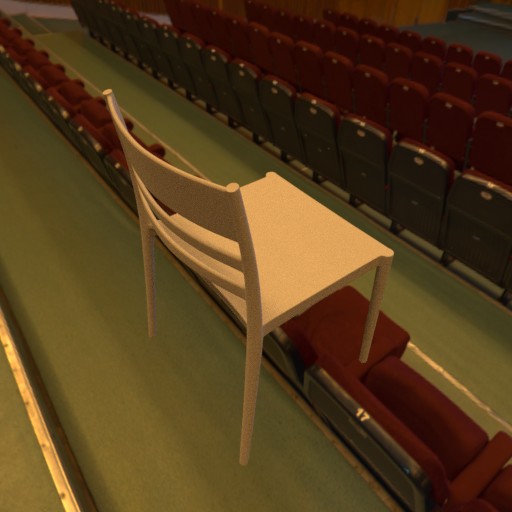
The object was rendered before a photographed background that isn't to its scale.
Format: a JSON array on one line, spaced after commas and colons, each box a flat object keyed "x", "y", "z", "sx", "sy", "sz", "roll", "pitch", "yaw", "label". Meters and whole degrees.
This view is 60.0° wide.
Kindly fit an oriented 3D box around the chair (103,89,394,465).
[{"x": 0.000, "y": 0.000, "z": 1.125, "sx": 0.511, "sy": 0.800, "sz": 0.531, "roll": -26, "pitch": 48, "yaw": -27, "label": "chair"}]
